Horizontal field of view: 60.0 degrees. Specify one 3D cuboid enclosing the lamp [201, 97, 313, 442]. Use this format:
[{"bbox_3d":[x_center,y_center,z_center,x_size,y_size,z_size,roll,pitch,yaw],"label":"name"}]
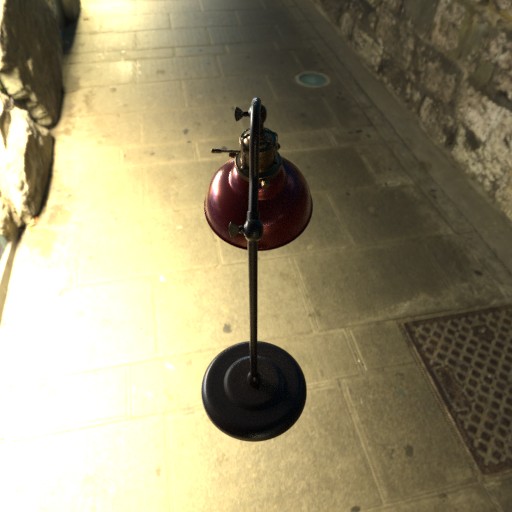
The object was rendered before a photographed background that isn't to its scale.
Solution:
[{"bbox_3d":[0.000,0.000,0.690,0.192,0.508,0.374,2,46,2],"label":"lamp"}]
